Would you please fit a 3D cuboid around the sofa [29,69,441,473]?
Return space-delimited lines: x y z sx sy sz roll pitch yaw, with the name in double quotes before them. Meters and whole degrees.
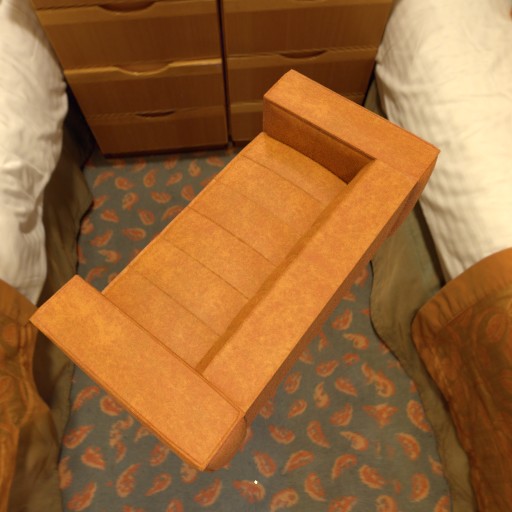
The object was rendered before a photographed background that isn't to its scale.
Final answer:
"sofa" 0.000 0.000 2.532 1.102 0.703 2.088 34 68 16
